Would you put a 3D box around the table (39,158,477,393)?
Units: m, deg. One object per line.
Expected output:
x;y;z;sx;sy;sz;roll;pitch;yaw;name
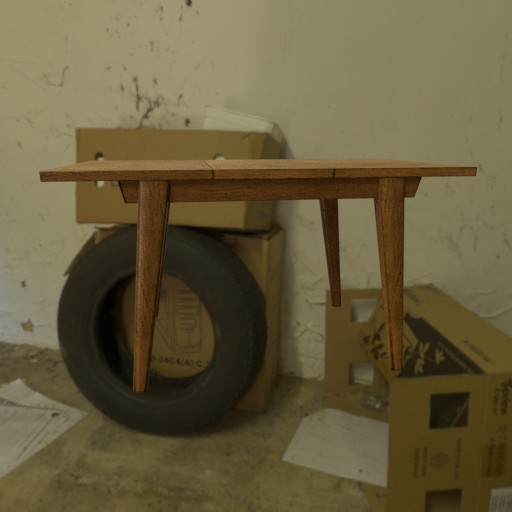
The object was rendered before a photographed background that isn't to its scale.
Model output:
0.000;0.000;1.855;1.400;0.760;0.757;-2;15;-9;table
